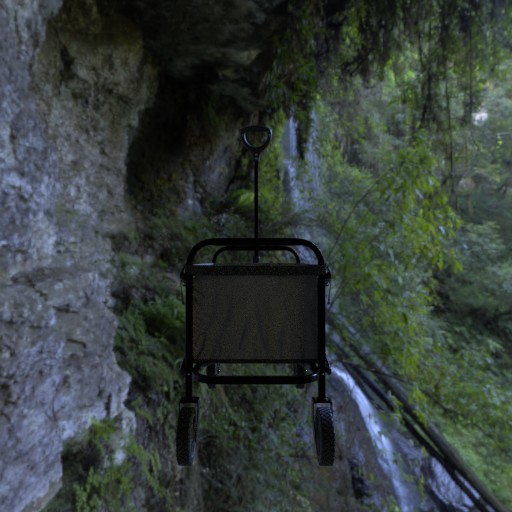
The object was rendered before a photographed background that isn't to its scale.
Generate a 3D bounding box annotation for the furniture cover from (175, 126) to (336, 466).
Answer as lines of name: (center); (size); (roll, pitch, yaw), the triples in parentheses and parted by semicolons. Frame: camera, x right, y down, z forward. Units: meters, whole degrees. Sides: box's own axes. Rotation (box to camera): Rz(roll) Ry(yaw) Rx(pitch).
furniture cover: (0.000, 0.000, 1.818); (0.532, 1.295, 1.038); (0, 0, 0)
